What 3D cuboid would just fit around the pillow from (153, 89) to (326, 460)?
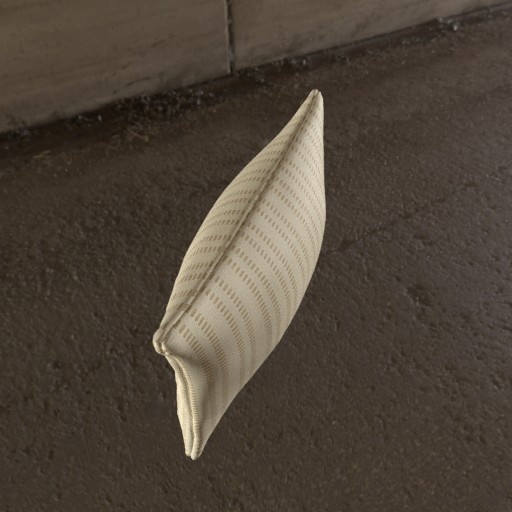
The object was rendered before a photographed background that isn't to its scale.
[{"bbox_3d":[0.000,0.000,0.813,0.210,0.353,0.640,16,49,14],"label":"pillow"}]
